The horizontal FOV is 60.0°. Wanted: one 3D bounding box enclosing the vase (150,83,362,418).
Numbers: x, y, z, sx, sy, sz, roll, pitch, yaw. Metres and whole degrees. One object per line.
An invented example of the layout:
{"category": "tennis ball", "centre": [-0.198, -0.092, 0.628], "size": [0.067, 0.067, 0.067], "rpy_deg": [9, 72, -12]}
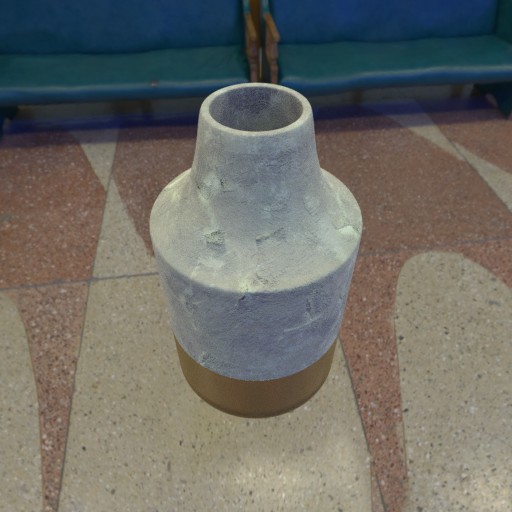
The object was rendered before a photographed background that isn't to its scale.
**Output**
{"category": "vase", "centre": [0.000, 0.000, 0.424], "size": [0.184, 0.305, 0.184], "rpy_deg": [0, 46, 0]}
